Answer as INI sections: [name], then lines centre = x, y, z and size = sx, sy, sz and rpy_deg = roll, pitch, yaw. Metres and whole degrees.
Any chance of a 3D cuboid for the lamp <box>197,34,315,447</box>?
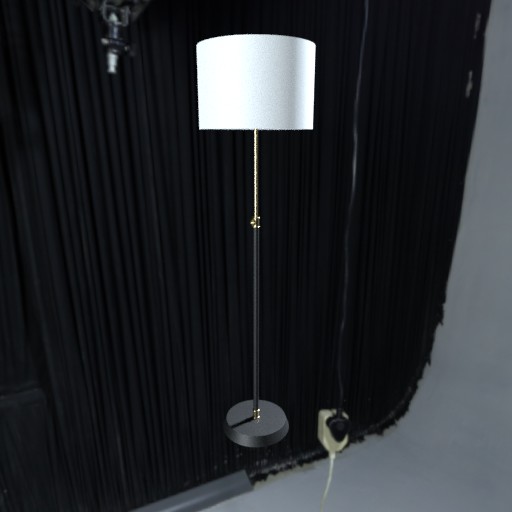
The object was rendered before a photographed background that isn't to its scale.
[lamp]
centre = 0.000, 0.000, 1.717
size = 0.404, 1.517, 0.404
rpy_deg = -7, 17, -25
